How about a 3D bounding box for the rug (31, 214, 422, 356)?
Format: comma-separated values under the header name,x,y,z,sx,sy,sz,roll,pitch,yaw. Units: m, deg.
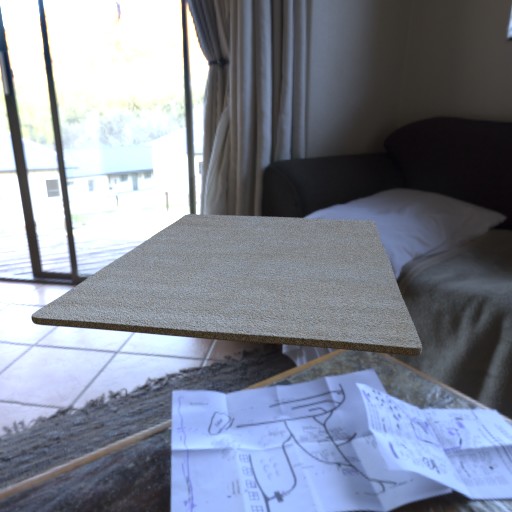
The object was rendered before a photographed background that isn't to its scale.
name,x,y,z,sx,sy,sz,roll,pitch,yaw
rug,0.000,0.000,2.058,1.199,0.025,1.600,3,18,9
